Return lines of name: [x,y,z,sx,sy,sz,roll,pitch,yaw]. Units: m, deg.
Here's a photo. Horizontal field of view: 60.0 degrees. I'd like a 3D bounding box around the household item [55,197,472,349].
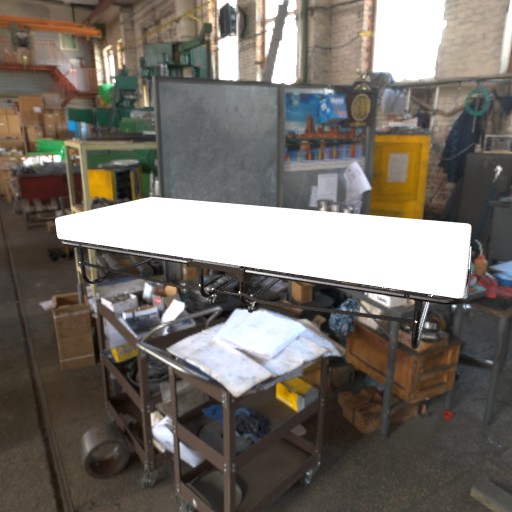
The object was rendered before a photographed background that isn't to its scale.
household item: [0.000,0.000,2.168,1.905,0.356,0.787,8,18,25]
